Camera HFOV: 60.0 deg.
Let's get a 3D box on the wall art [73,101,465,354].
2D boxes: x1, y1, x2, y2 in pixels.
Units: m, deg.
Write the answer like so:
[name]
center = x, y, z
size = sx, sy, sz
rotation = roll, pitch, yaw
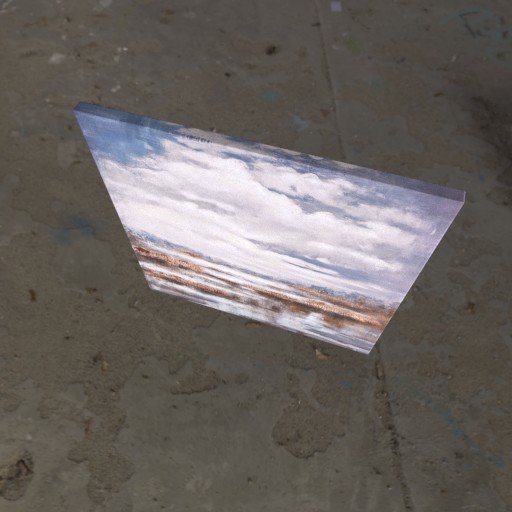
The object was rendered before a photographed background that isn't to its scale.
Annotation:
[wall art]
center = 0.000, 0.000, 1.347
size = 0.888, 0.897, 0.035
rotation = 15, 59, 9
